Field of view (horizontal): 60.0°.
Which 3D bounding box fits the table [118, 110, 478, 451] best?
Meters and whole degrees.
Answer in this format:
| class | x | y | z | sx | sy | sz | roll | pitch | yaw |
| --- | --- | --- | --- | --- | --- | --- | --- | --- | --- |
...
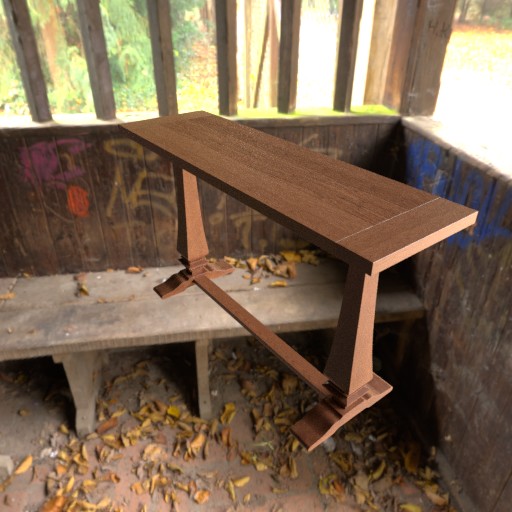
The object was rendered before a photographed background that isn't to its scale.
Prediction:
| class | x | y | z | sx | sy | sz | roll | pitch | yaw |
| --- | --- | --- | --- | --- | --- | --- | --- | --- | --- |
| table | 0.000 | 0.000 | 1.852 | 0.461 | 0.852 | 1.478 | -22 | 38 | -31 |
